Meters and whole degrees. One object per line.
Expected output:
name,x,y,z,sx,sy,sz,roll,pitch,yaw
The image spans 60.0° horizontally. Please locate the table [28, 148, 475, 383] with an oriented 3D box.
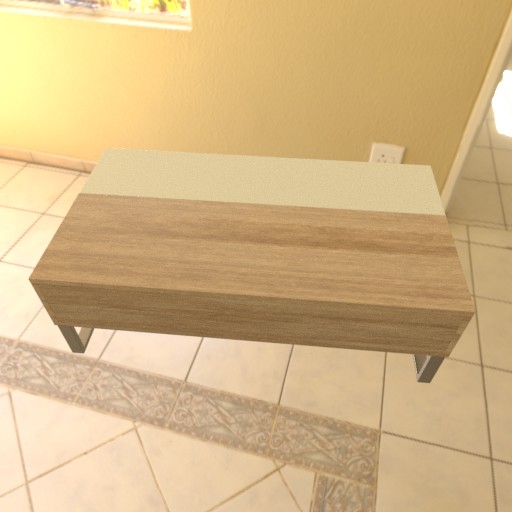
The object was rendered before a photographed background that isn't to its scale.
table,0.000,0.000,1.417,1.100,0.350,0.600,4,46,4
